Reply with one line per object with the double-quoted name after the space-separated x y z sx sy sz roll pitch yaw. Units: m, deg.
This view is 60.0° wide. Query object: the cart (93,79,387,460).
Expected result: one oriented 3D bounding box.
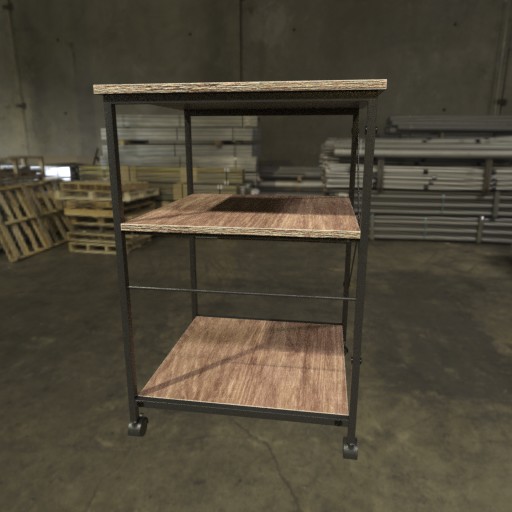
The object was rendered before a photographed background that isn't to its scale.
0.000 0.000 1.116 0.520 0.762 0.521 2 15 9 "cart"
